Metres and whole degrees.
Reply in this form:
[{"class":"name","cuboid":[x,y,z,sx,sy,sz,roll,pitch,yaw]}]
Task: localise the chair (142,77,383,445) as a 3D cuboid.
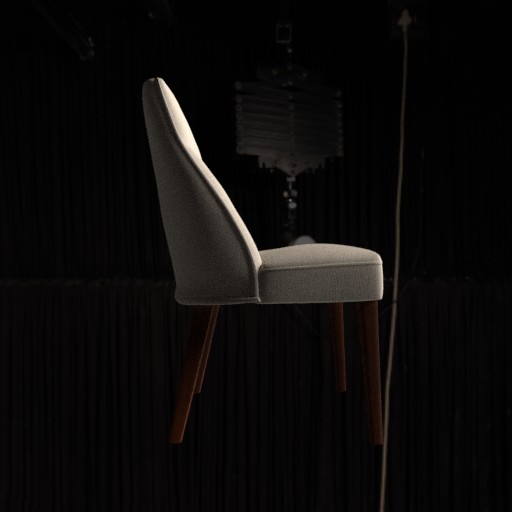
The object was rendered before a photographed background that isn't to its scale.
[{"class":"chair","cuboid":[0.000,0.000,1.310,0.620,0.930,0.500,0,0,-1]}]
